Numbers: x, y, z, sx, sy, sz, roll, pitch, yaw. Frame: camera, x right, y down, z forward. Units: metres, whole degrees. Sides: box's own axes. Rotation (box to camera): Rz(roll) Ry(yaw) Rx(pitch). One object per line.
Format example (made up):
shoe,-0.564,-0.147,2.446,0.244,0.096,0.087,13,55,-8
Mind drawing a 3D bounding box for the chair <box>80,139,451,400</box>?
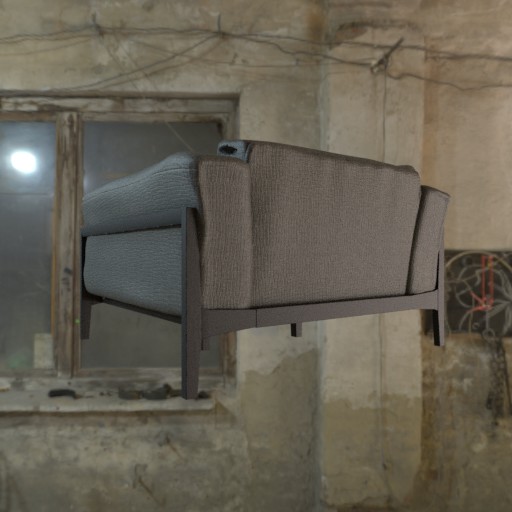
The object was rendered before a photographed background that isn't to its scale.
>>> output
chair,0.000,0.000,1.658,1.056,0.646,0.969,0,0,-36
